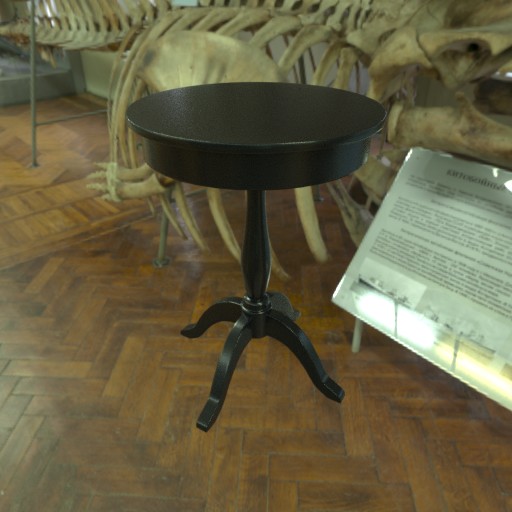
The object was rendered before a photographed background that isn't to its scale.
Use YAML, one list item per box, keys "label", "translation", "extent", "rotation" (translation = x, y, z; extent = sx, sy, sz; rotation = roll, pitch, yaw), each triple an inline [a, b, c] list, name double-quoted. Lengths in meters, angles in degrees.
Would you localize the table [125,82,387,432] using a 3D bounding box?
- label: "table"
  translation: [0.000, 0.000, 1.004]
  extent: [0.481, 0.665, 0.481]
  rotation: [0, 31, 0]
